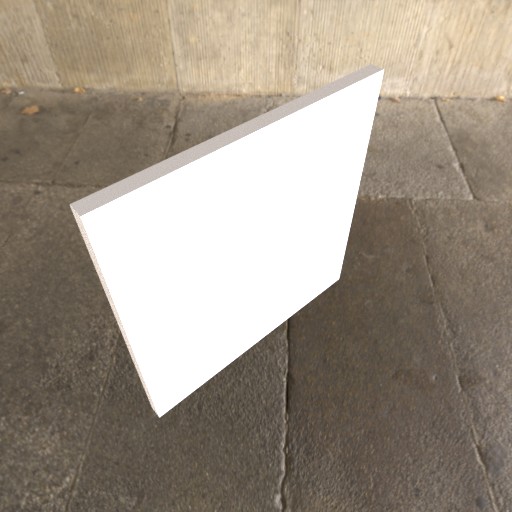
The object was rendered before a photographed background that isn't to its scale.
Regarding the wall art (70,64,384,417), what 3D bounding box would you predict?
[{"bbox_3d":[0.000,0.000,0.843,0.559,0.559,0.028,-33,55,-27],"label":"wall art"}]
